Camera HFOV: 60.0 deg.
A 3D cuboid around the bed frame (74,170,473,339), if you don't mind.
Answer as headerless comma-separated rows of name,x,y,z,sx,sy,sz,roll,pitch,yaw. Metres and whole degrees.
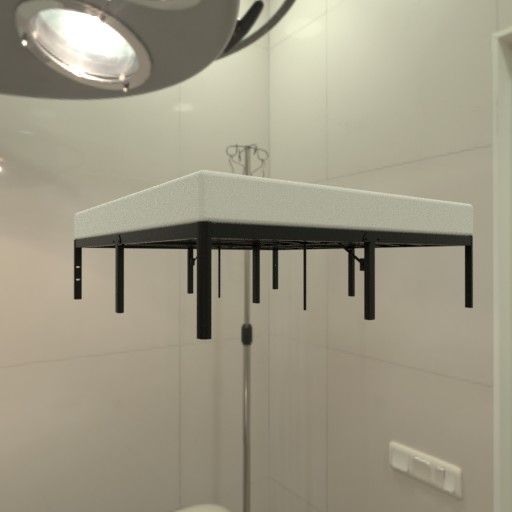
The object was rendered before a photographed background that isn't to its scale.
bed frame,0.000,0.000,3.098,1.963,0.659,2.079,0,0,-35
